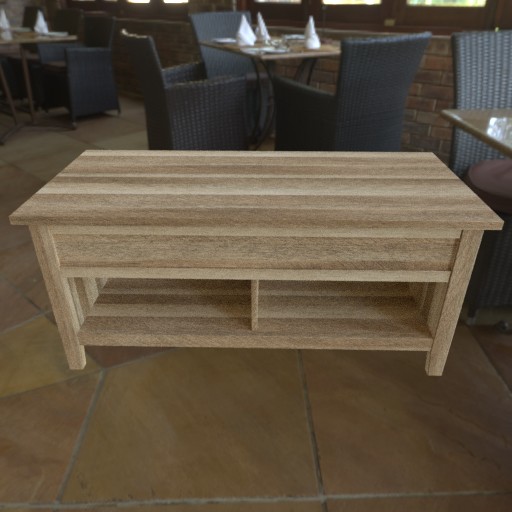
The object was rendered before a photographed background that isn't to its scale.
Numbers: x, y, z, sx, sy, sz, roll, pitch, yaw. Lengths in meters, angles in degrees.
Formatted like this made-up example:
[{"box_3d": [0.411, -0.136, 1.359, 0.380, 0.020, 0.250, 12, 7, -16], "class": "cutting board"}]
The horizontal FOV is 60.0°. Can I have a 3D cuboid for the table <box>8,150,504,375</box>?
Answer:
[{"box_3d": [0.000, 0.000, 1.312, 1.095, 0.480, 0.493, 1, 31, 1], "class": "table"}]
